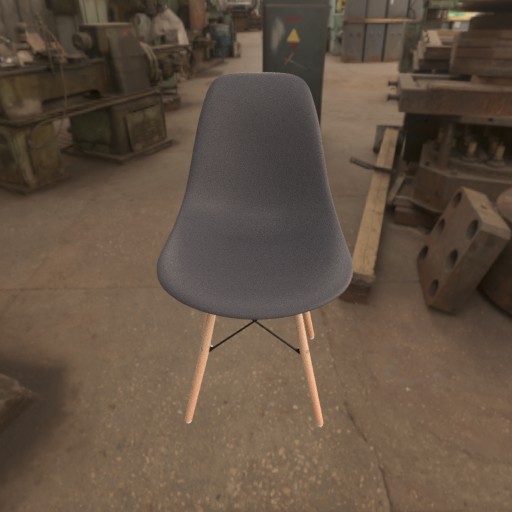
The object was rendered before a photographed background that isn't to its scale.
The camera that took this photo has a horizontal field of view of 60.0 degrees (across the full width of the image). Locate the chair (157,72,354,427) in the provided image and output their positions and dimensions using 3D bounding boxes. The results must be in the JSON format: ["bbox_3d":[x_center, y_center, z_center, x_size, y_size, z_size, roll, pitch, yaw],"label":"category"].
[{"bbox_3d":[0.000,0.000,1.160,0.470,0.826,0.533,1,30,2],"label":"chair"}]
